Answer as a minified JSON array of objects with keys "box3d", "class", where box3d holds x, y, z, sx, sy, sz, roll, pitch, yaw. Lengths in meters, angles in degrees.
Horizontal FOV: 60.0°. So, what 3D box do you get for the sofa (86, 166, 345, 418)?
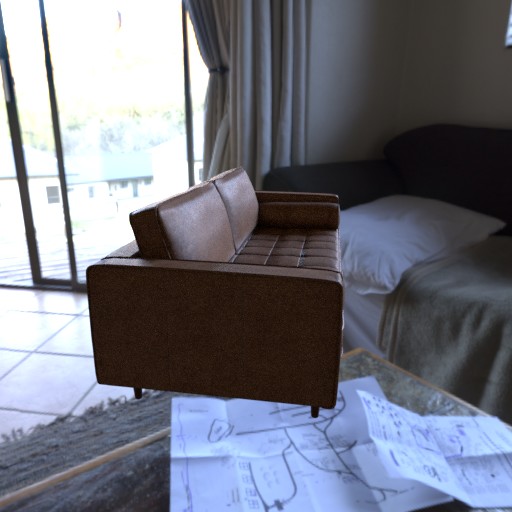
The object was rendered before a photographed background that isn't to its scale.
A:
[{"box3d":[0.000,0.000,2.432,0.924,0.825,1.920,3,17,9],"class":"sofa"}]
